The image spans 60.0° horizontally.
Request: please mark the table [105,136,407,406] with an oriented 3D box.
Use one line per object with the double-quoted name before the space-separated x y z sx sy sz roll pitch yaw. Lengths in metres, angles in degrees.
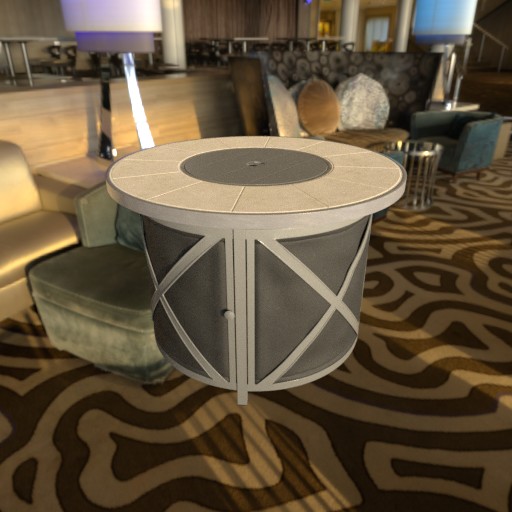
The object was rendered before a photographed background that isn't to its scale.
"table" 0.000 0.000 1.547 0.914 0.650 0.914 0 26 0
